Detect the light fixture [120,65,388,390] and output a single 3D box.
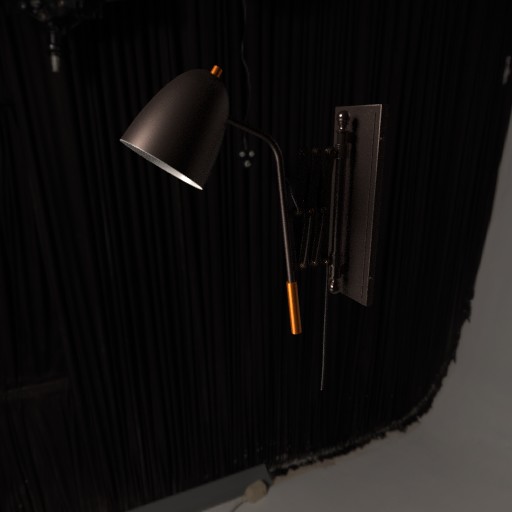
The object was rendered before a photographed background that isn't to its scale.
[{"bbox_3d":[0.000,0.000,0.910,0.499,0.715,0.162,-8,18,-24],"label":"light fixture"}]
